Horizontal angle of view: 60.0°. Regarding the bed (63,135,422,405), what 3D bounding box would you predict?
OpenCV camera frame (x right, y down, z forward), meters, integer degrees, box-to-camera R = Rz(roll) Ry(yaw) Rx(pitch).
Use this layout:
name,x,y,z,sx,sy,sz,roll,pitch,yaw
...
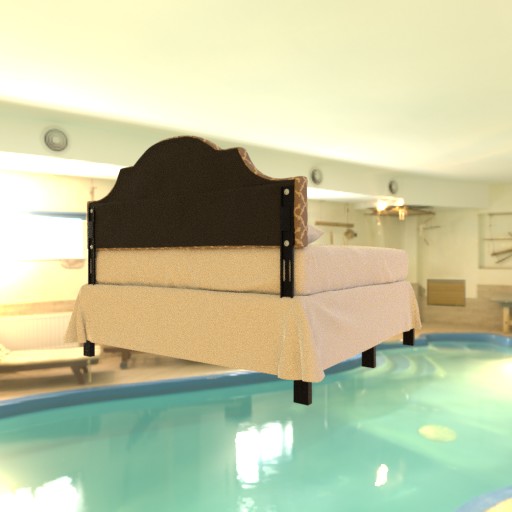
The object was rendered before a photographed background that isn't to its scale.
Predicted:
name,x,y,z,sx,sy,sz,roll,pitch,yaw
bed,0.000,0.000,3.767,2.314,1.601,2.222,0,0,36
